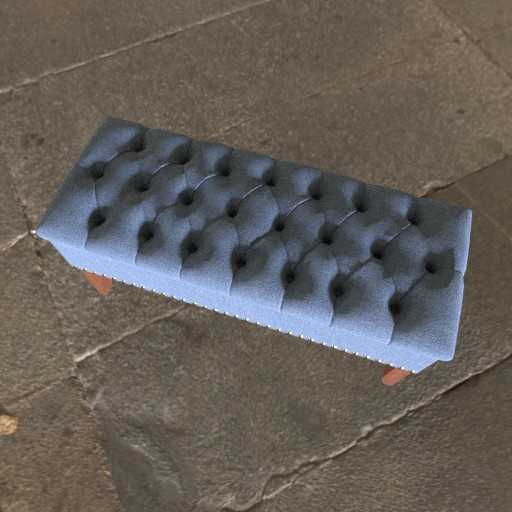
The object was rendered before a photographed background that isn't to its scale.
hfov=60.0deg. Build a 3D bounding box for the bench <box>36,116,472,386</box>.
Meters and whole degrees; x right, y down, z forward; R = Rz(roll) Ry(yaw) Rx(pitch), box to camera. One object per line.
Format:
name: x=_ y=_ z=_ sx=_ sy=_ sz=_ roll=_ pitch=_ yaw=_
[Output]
bench: x=0.000 y=0.000 z=1.318 sx=1.052 sy=0.492 sz=0.417 roll=16 pitch=65 yaw=8
